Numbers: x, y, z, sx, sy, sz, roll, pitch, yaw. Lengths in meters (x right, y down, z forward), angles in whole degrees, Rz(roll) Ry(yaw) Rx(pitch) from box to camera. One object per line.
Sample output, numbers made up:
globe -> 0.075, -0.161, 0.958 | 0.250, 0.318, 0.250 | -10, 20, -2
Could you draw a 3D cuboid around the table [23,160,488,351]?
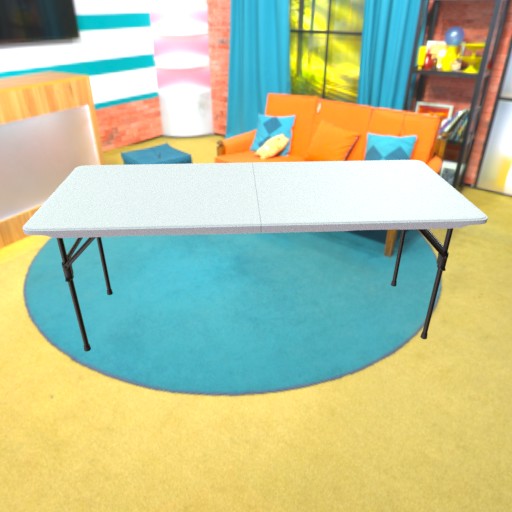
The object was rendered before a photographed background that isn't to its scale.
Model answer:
table -> 0.000, 0.000, 2.212 | 1.829, 0.719, 0.761 | -2, 30, -3
